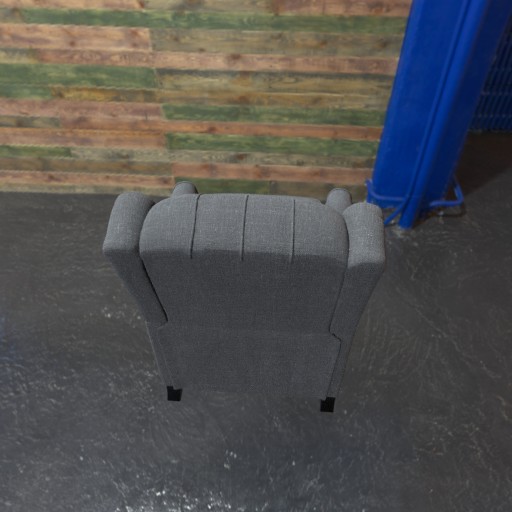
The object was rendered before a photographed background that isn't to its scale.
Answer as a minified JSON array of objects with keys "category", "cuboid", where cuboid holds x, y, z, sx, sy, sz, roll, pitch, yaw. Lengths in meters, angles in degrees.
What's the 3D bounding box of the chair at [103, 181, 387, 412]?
[{"category":"chair","cuboid":[0.000,0.000,1.647,0.742,1.035,0.898,3,45,3]}]
